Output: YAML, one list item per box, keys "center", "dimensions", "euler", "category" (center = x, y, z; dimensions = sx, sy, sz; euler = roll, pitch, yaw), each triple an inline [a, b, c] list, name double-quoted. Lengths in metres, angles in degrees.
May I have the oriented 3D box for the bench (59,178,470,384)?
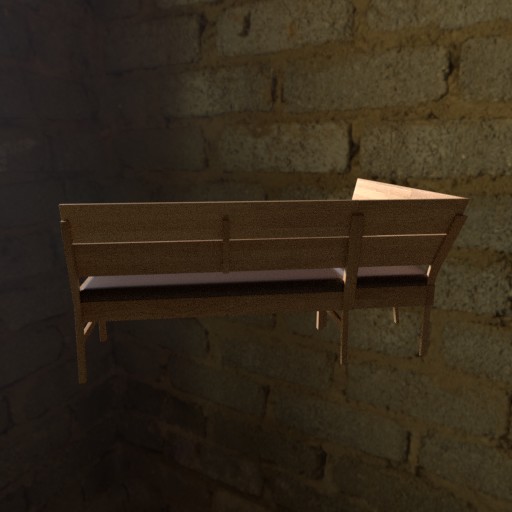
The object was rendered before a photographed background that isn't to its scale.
- center: [0.000, 0.000, 2.908]
  dimensions: [1.975, 0.890, 1.549]
  euler: [-2, 14, -8]
  category: "bench"
